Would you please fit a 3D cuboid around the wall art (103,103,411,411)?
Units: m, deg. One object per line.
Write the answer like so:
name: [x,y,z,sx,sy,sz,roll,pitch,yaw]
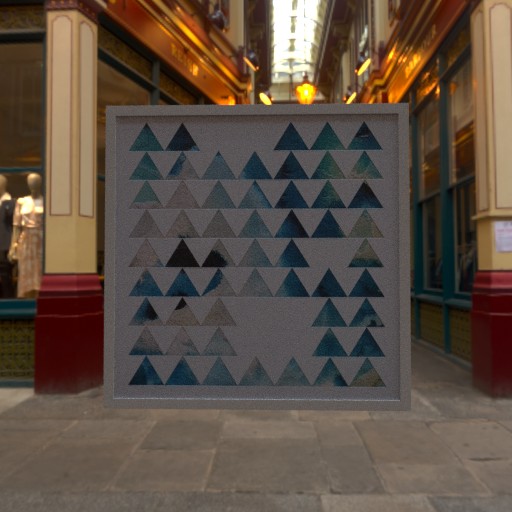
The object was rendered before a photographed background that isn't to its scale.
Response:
wall art: [0.000,0.000,0.665,0.456,0.456,0.007,0,-1,2]
